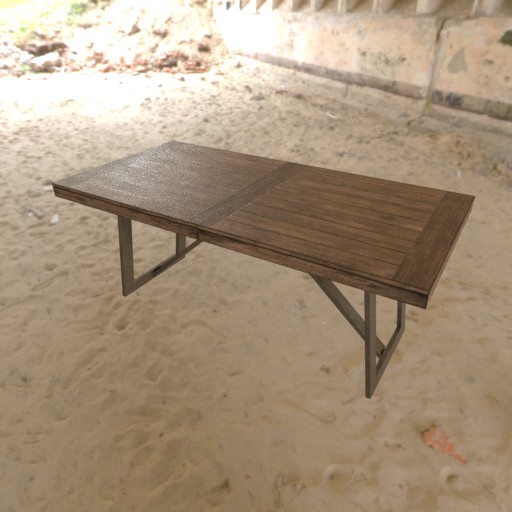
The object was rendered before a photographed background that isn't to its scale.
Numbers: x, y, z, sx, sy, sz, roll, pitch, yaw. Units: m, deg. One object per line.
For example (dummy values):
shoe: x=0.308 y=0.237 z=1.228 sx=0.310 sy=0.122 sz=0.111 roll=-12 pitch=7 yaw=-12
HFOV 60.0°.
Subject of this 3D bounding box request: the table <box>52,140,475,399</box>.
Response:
table: x=0.000 y=0.000 z=2.365 sx=1.867 sy=0.757 sz=0.931 roll=17 pitch=34 yaw=27
